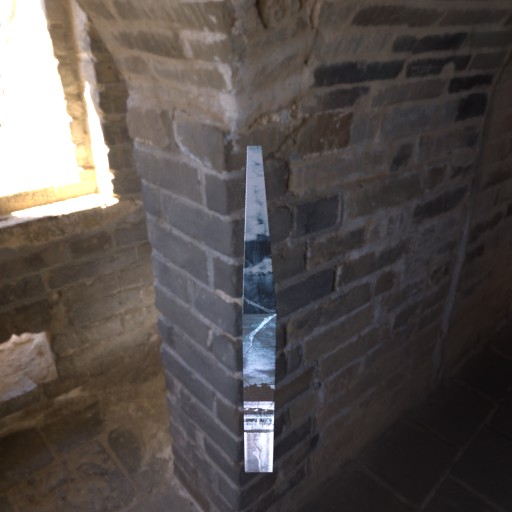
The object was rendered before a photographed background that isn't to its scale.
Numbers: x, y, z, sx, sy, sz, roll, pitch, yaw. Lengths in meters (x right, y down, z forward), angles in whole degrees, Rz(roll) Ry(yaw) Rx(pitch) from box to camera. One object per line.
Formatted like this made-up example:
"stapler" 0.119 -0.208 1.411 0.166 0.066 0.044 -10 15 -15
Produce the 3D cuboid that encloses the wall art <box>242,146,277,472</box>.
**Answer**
"wall art" 0.000 0.000 0.864 0.037 0.251 0.759 0 27 -1
